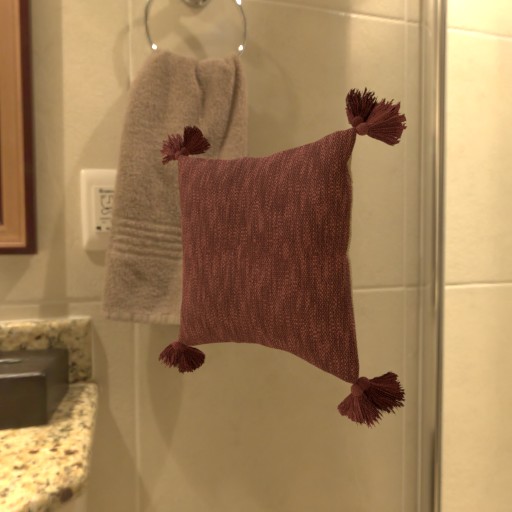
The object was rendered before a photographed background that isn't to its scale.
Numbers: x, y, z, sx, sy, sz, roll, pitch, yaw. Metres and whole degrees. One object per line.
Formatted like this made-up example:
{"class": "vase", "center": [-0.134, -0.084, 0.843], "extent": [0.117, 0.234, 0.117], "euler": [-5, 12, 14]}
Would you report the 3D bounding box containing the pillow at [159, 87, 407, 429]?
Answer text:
{"class": "pillow", "center": [0.000, 0.000, 0.974], "extent": [0.641, 0.659, 0.138], "euler": [1, 2, 36]}
